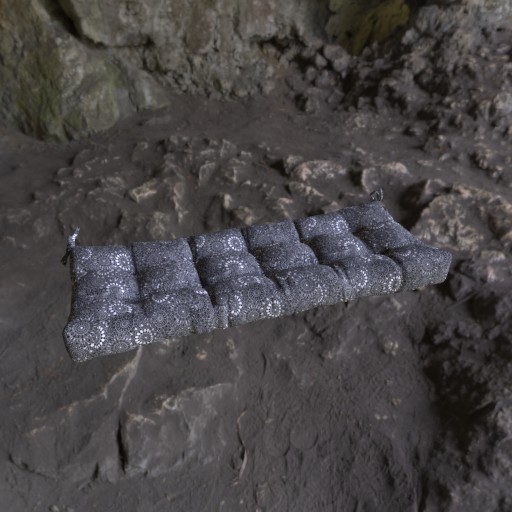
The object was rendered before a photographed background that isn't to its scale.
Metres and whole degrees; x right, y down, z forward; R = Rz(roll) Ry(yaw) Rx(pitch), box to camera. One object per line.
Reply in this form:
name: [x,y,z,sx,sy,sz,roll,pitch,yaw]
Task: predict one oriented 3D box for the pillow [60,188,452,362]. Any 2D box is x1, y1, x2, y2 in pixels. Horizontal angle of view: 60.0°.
pillow: [0.000,0.000,1.412,1.194,0.174,0.511,-10,33,-15]
